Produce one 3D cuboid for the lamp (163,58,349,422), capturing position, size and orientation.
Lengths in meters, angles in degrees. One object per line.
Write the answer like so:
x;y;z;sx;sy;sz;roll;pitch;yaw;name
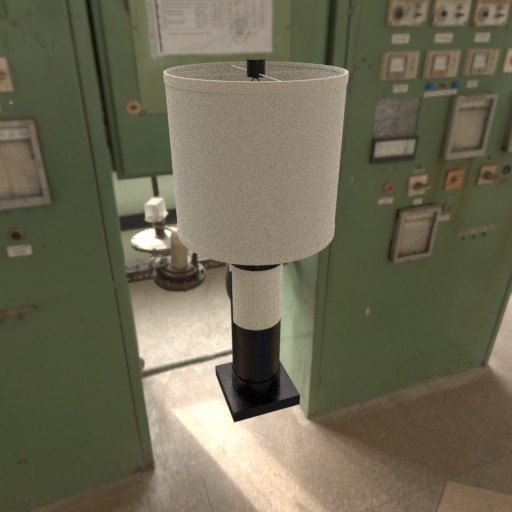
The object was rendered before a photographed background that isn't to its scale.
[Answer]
0.000;0.000;0.624;0.211;0.509;0.211;-10;30;-17;lamp
